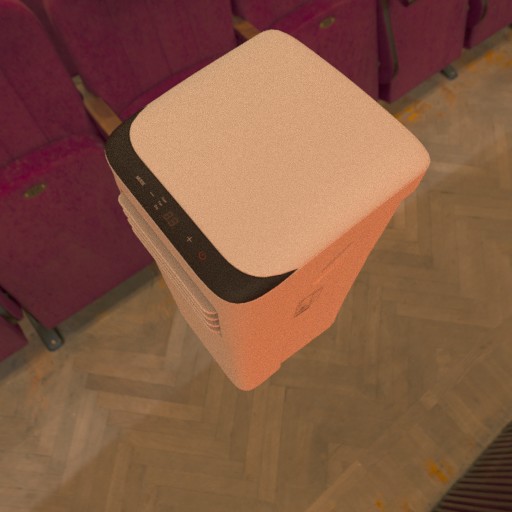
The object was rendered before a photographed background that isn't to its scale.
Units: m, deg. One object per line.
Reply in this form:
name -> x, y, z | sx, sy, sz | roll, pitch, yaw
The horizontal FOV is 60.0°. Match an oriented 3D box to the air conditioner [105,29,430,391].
air conditioner -> 0.000, 0.000, 0.917 | 0.369, 0.716, 0.352 | -35, 68, -16
